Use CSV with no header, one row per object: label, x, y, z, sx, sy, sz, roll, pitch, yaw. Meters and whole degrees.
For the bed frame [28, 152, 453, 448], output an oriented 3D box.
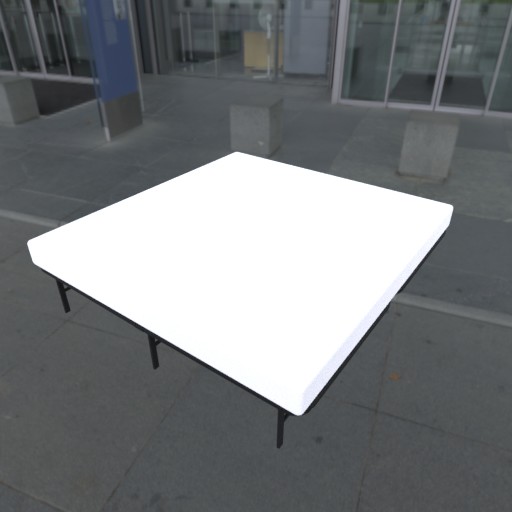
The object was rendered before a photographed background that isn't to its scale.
bed frame,0.000,0.000,2.995,1.935,0.525,2.033,21,38,30
